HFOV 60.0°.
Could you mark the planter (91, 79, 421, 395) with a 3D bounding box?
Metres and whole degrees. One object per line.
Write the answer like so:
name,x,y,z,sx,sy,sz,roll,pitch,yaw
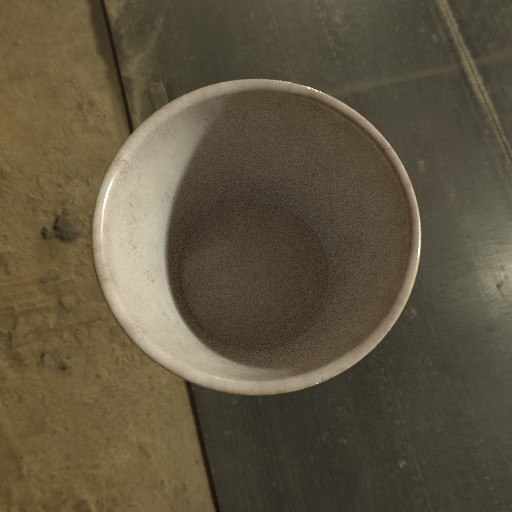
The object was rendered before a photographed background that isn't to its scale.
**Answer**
planter,0.000,0.000,0.339,0.193,0.165,0.193,0,76,0
